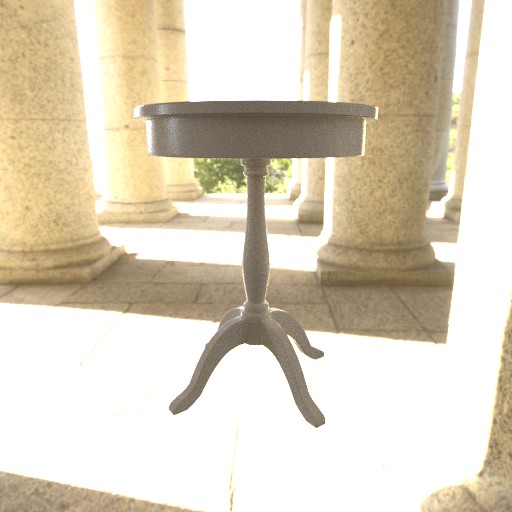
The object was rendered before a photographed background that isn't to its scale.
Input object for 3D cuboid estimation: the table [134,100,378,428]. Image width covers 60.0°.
[{"bbox_3d":[0.000,0.000,1.042,0.513,0.653,0.513,0,15,0],"label":"table"}]
